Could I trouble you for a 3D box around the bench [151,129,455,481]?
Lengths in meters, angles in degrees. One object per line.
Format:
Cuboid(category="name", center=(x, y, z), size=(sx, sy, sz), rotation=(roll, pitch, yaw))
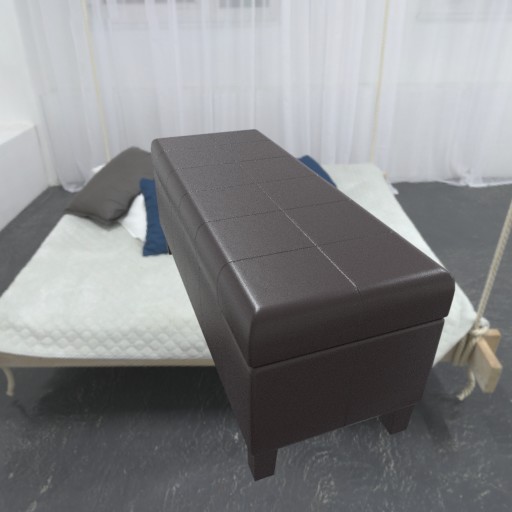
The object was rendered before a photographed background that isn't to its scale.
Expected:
Cuboid(category="bench", center=(0.000, 0.000, 1.314), size=(0.429, 0.457, 1.092), rotation=(-10, 32, -17))
